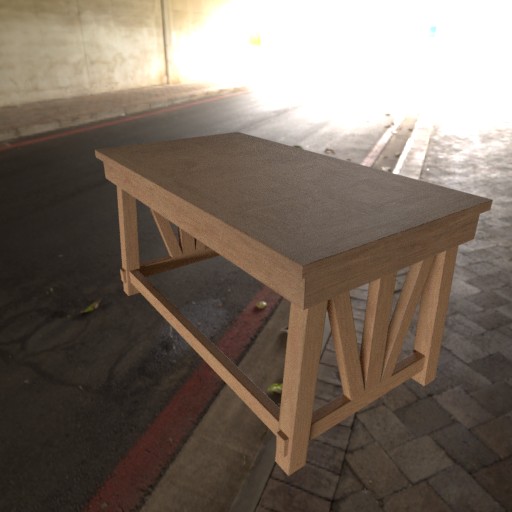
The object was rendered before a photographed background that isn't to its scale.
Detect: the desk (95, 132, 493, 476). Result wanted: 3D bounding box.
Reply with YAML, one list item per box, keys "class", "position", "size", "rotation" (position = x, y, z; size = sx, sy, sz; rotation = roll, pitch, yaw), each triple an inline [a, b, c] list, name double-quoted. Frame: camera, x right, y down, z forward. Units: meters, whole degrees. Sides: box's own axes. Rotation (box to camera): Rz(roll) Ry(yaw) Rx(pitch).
- class: "desk"
  position: [0.000, 0.000, 1.935]
  size: [0.813, 0.762, 1.499]
  rotation: [-17, 31, -32]
